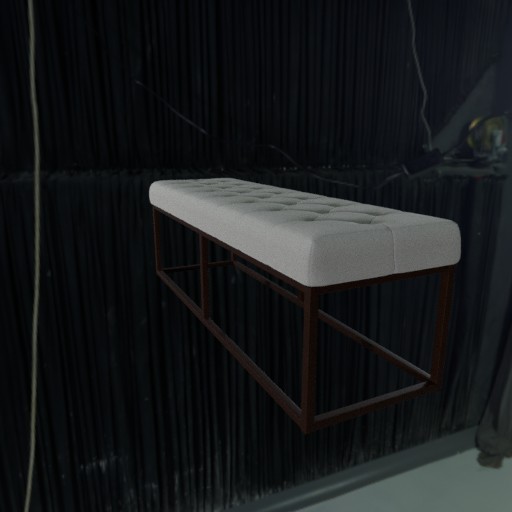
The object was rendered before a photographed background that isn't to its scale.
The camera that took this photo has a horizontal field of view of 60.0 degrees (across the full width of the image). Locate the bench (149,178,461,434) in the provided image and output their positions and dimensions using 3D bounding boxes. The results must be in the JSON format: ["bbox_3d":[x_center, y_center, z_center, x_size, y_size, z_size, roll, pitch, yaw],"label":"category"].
[{"bbox_3d":[0.000,0.000,1.723,0.479,0.488,1.488,-7,16,-25],"label":"bench"}]
